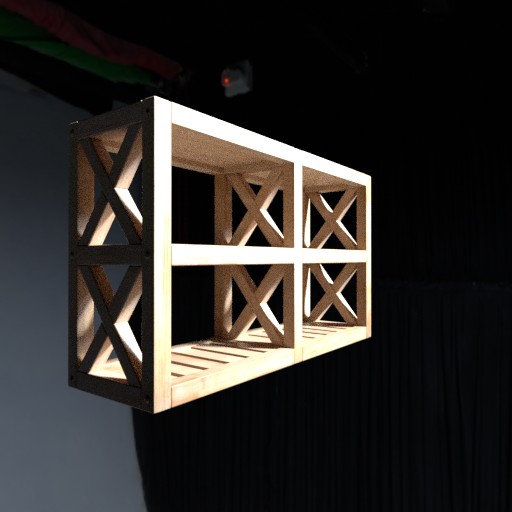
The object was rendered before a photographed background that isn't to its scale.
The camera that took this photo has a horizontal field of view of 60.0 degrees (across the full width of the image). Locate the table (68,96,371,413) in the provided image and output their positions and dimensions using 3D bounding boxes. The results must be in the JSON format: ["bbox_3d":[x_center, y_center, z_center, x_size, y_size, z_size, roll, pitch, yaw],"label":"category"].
[{"bbox_3d":[0.000,0.000,1.694,0.381,0.762,1.320,0,0,37],"label":"table"}]
